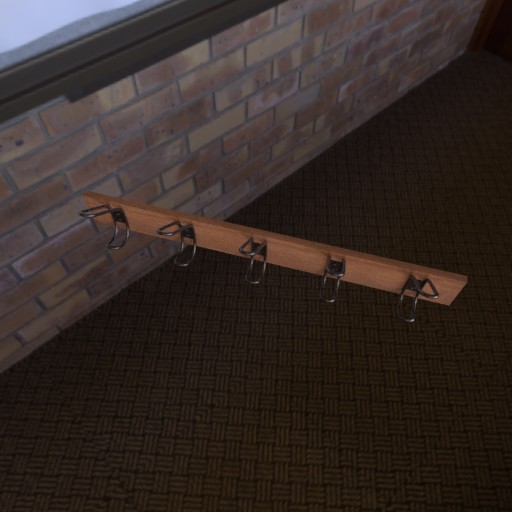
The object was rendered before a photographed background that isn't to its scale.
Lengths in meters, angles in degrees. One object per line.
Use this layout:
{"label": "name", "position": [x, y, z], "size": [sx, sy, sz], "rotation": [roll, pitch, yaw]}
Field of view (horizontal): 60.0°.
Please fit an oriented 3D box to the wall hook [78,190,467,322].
{"label": "wall hook", "position": [0.000, 0.000, 0.612], "size": [0.554, 0.116, 0.076], "rotation": [13, 57, 9]}
